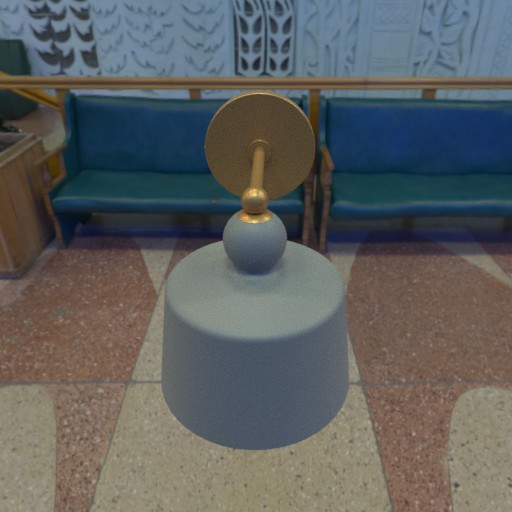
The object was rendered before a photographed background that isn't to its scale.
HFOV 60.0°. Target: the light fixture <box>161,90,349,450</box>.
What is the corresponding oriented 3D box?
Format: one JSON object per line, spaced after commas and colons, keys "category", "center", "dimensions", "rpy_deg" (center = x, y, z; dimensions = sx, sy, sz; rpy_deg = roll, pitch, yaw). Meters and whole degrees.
{"category": "light fixture", "center": [0.000, 0.000, 0.443], "dimensions": [0.204, 0.268, 0.254], "rpy_deg": [1, 31, 2]}
